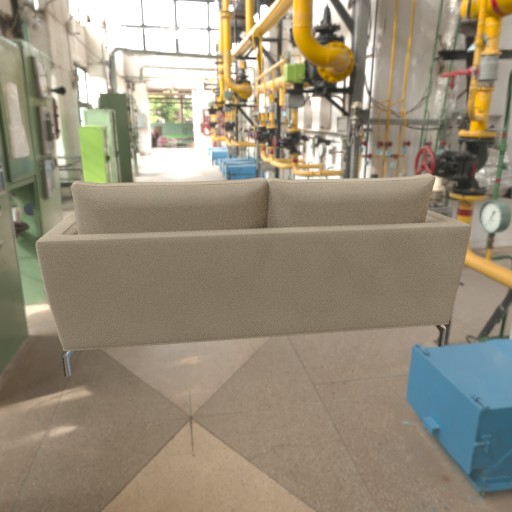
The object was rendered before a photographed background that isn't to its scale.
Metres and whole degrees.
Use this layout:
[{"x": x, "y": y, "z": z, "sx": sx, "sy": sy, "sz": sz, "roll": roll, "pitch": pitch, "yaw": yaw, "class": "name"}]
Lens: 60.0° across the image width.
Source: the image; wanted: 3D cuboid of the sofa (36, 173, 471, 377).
[{"x": 0.000, "y": 0.000, "z": 2.673, "sx": 2.214, "sy": 1.005, "sz": 0.868, "roll": -2, "pitch": 17, "yaw": -8, "class": "sofa"}]
